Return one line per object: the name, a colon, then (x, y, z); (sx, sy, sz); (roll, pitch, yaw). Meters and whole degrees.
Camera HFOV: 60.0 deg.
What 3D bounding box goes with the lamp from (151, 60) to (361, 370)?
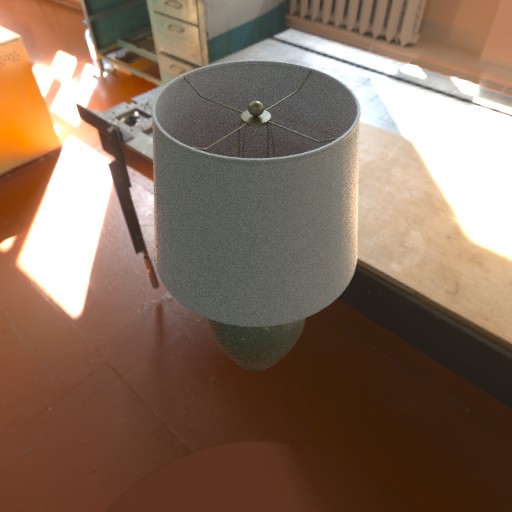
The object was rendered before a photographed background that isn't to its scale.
lamp: (0.000, 0.000, 0.544); (0.239, 0.399, 0.239); (0, 46, 0)
